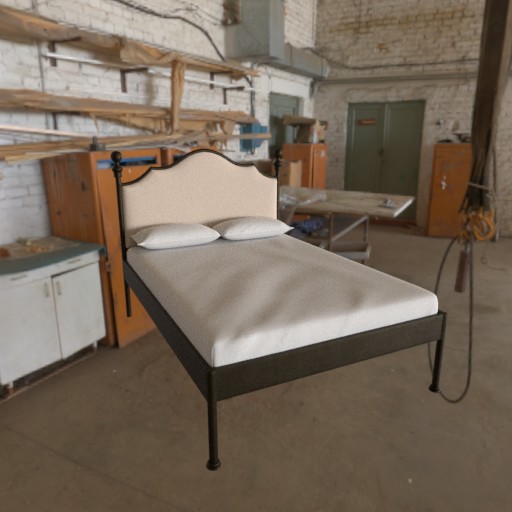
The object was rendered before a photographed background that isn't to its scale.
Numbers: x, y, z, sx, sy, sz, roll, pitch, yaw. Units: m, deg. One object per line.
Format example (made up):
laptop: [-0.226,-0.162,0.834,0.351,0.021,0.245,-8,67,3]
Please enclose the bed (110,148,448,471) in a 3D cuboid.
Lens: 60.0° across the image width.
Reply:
bed: [0.000,0.000,3.307,1.642,1.499,2.224,-8,17,-25]
